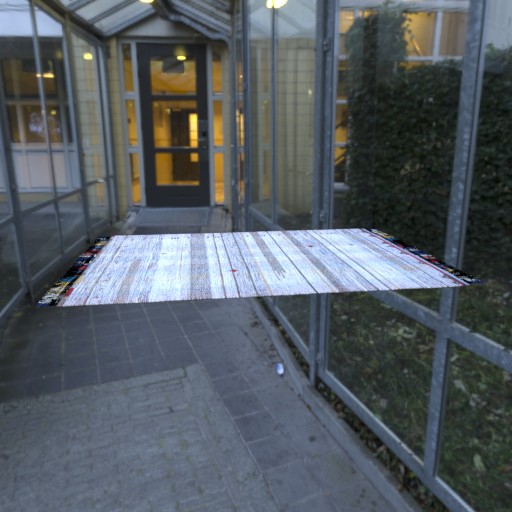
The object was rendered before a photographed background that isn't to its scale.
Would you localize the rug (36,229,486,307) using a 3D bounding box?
[{"bbox_3d":[0.000,0.000,2.332,1.848,0.012,1.217,-2,15,-8],"label":"rug"}]
